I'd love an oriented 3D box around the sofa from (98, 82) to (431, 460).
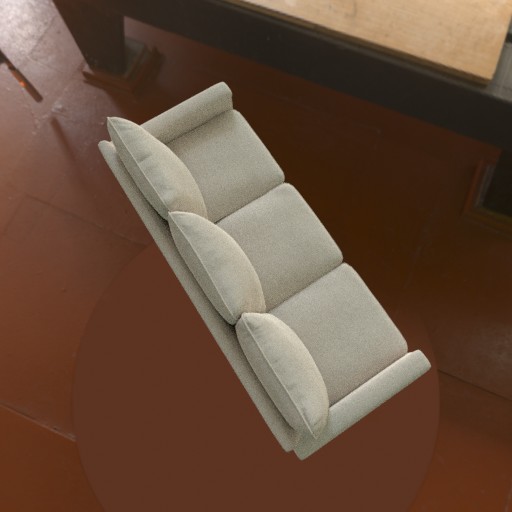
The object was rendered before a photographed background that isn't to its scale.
[{"bbox_3d":[0.000,0.000,2.425,0.828,0.961,1.925,-32,77,-8],"label":"sofa"}]
